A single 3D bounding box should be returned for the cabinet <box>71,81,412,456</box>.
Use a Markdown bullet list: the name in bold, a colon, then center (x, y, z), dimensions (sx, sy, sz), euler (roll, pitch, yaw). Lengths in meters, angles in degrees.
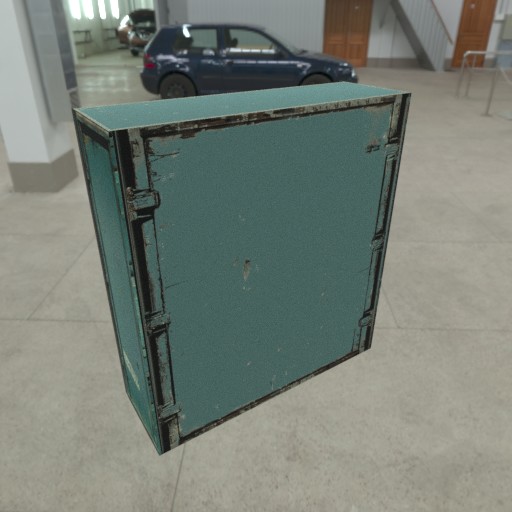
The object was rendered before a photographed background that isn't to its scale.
- **cabinet**: center (0.000, 0.000, 3.198), dimensions (2.000, 2.160, 0.680), euler (-17, 33, -29)
